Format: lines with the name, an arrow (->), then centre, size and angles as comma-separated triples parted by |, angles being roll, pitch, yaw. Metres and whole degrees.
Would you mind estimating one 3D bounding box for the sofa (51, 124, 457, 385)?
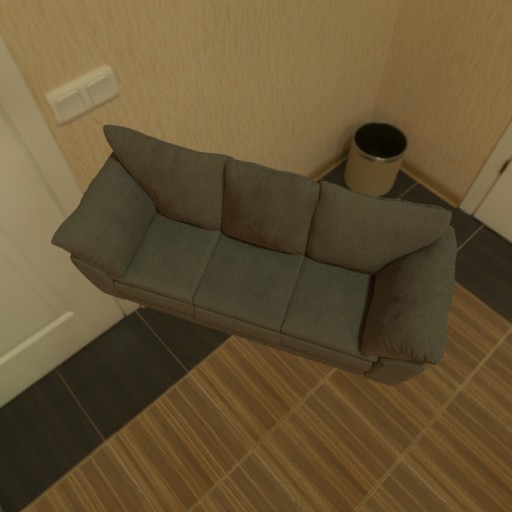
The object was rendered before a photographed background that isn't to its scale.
sofa -> 0.000, 0.000, 2.856 | 2.336, 1.073, 0.878 | 16, 59, 10
